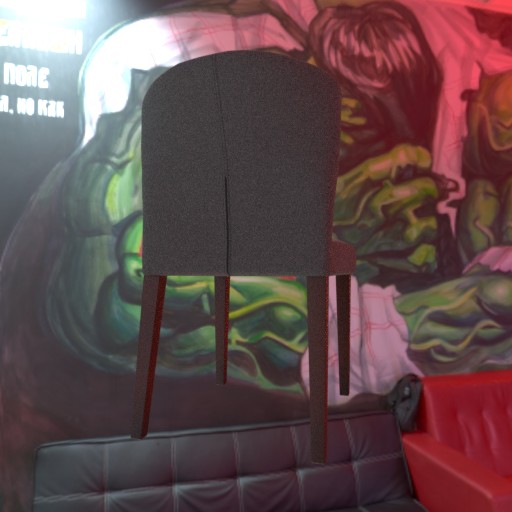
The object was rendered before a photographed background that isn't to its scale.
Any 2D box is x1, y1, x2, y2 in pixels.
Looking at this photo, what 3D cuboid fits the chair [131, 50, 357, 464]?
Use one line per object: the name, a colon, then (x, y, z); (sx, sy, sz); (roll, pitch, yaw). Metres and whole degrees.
chair: (0.000, 0.000, 1.186); (0.491, 0.839, 0.592); (-1, -2, 18)
